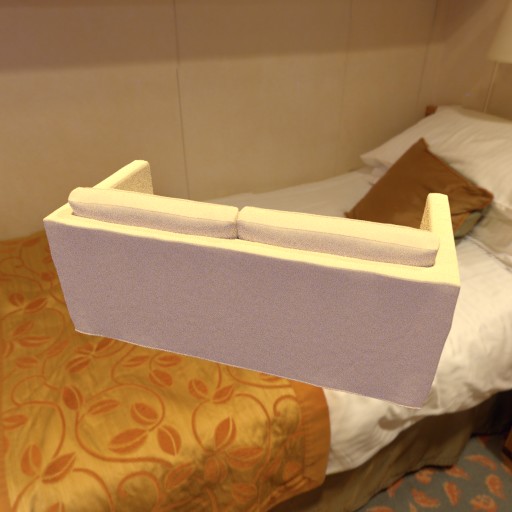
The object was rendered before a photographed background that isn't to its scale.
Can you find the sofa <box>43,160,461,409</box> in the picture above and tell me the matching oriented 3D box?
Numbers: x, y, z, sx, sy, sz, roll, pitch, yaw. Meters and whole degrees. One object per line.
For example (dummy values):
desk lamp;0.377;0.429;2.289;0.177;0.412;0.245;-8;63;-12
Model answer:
sofa;0.000;0.000;2.487;1.987;0.870;0.940;9;33;14
